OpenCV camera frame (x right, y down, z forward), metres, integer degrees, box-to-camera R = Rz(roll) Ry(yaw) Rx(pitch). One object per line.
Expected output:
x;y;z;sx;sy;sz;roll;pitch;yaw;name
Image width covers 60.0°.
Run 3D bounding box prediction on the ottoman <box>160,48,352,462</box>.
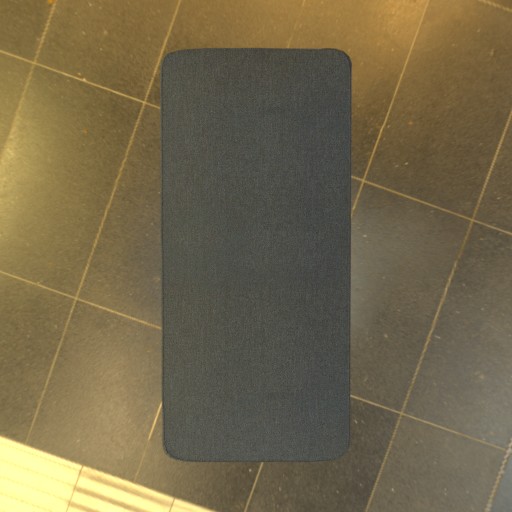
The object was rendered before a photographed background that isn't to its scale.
0.000;0.000;1.372;0.515;0.460;1.110;0;91;0;ottoman
